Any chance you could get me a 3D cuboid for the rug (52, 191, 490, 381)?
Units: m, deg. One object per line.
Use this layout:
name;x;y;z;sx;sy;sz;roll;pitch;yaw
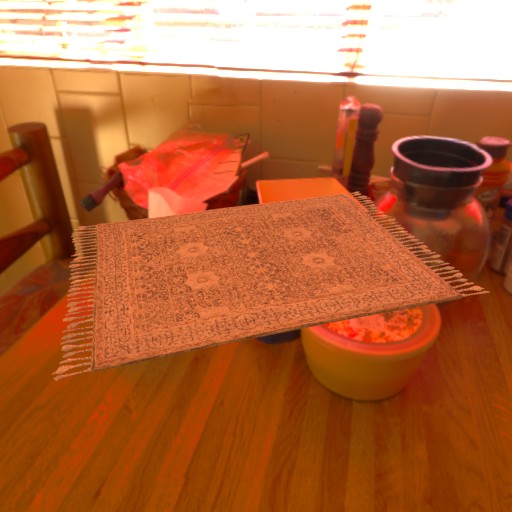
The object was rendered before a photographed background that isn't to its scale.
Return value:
rug;0.000;0.000;3.019;2.465;0.023;1.619;-9;32;-14
